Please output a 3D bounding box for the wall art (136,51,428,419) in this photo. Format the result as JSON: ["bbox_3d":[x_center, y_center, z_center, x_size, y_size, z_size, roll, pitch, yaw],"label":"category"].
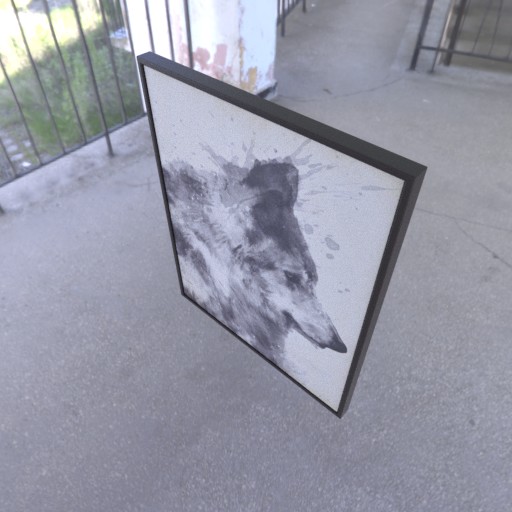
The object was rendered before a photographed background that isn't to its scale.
[{"bbox_3d":[0.000,0.000,0.750,0.451,0.551,0.028,33,54,28],"label":"wall art"}]
